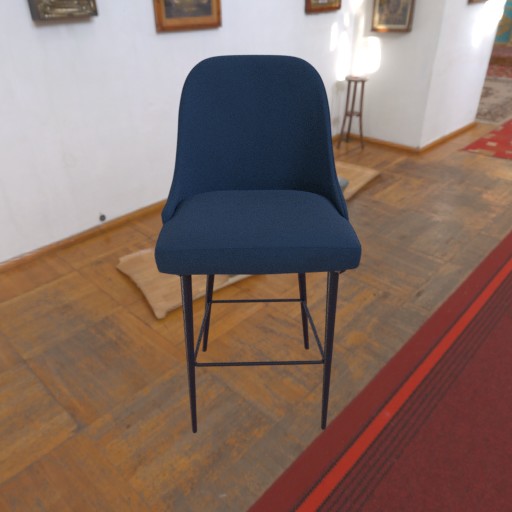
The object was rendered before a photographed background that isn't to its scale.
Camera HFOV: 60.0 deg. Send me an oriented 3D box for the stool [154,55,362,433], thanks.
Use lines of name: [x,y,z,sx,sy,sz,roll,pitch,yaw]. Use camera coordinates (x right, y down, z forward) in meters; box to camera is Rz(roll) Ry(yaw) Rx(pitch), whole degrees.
stool: [0.000,0.000,1.360,0.527,1.079,0.489,-1,30,-2]
